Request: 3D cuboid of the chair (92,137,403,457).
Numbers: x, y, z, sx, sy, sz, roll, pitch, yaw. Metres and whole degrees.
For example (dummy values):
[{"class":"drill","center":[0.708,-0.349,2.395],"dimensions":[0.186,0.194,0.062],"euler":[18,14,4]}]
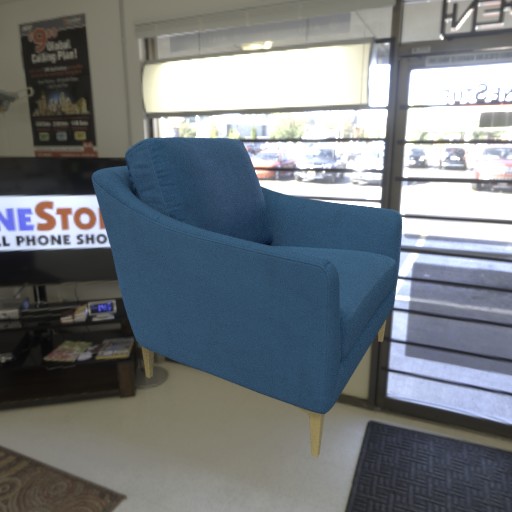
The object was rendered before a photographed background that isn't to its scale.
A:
[{"class":"chair","center":[0.000,0.000,1.736],"dimensions":[0.961,0.899,0.987],"euler":[7,16,27]}]
